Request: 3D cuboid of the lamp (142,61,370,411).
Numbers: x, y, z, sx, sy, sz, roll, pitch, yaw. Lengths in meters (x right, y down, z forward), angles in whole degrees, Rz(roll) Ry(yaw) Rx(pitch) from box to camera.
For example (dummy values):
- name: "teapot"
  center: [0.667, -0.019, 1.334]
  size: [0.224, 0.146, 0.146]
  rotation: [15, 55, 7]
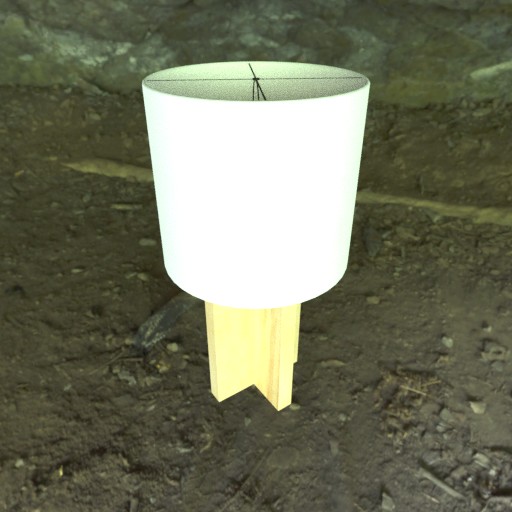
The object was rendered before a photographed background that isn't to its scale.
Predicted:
- name: "lamp"
  center: [0.000, 0.000, 0.564]
  size: [0.229, 0.428, 0.229]
  rotation: [-20, 36, -29]
